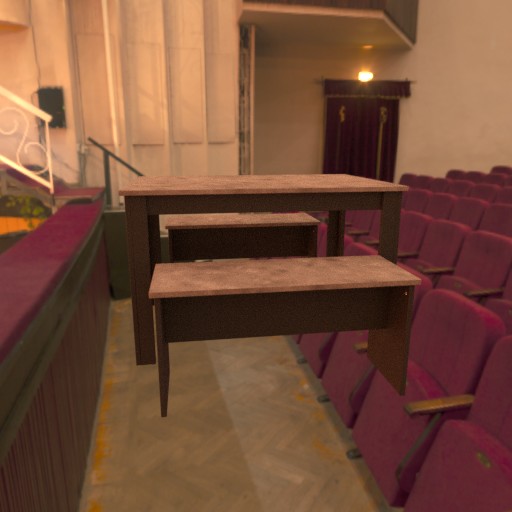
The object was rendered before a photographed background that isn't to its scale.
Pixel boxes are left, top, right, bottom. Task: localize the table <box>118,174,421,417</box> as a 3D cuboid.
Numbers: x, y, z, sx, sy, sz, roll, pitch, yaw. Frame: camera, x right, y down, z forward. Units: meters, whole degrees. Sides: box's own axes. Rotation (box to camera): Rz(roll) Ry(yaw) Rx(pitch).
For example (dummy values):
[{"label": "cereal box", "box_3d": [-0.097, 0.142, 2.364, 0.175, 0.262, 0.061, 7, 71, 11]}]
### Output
[{"label": "table", "box_3d": [0.000, 0.000, 2.084, 1.100, 0.700, 1.443, -2, 14, -9]}]
